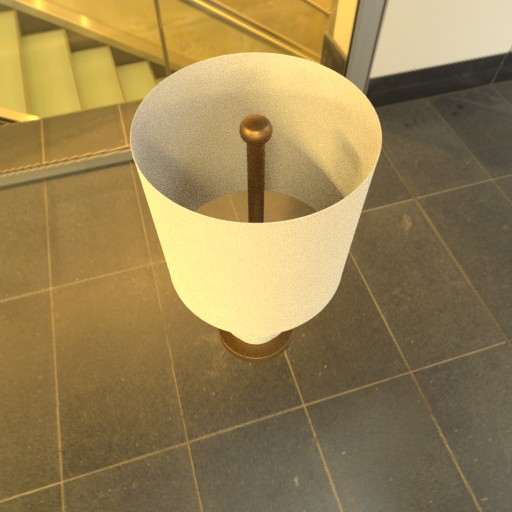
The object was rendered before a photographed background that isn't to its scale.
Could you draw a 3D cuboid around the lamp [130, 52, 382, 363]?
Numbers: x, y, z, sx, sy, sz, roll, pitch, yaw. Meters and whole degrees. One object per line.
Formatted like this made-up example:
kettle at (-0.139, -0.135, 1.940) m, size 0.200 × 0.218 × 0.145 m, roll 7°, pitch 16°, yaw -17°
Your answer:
lamp at (0.000, 0.000, 0.540) m, size 0.210 × 0.410 × 0.210 m, roll -32°, pitch 62°, yaw -19°
